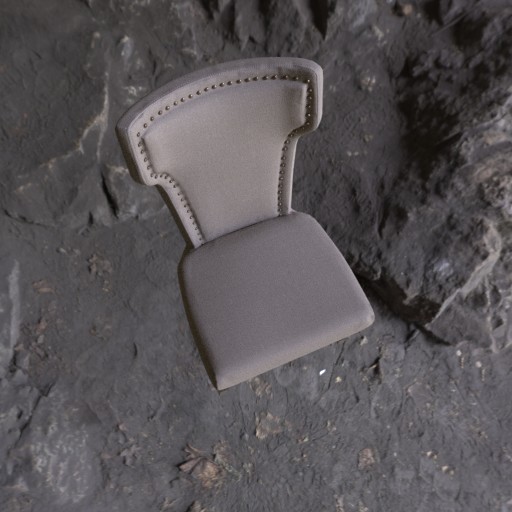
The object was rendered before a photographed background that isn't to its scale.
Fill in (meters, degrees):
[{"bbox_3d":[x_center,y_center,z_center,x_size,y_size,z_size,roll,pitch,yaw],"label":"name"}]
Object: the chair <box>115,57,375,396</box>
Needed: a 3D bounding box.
[{"bbox_3d":[0.000,0.000,1.355,0.526,0.955,0.630,-21,66,-10],"label":"chair"}]
